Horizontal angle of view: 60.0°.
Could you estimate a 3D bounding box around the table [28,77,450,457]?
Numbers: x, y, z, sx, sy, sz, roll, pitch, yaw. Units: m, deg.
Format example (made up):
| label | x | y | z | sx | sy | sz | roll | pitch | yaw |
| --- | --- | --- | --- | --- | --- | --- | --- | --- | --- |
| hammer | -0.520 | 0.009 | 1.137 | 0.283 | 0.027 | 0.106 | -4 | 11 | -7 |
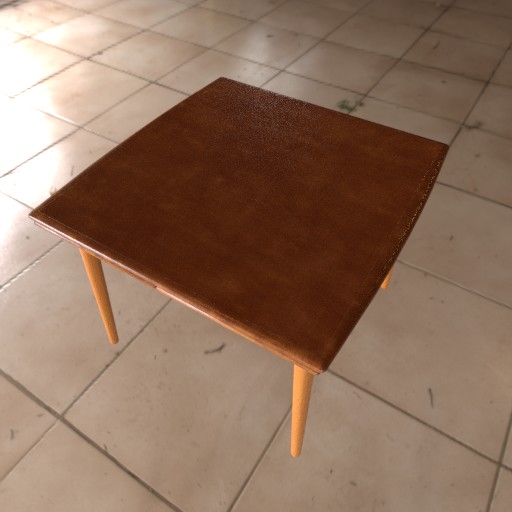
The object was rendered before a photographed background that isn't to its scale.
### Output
| label | x | y | z | sx | sy | sz | roll | pitch | yaw |
| --- | --- | --- | --- | --- | --- | --- | --- | --- | --- |
| table | 0.000 | 0.000 | 1.669 | 0.991 | 0.754 | 0.991 | 25 | 53 | 20 |
